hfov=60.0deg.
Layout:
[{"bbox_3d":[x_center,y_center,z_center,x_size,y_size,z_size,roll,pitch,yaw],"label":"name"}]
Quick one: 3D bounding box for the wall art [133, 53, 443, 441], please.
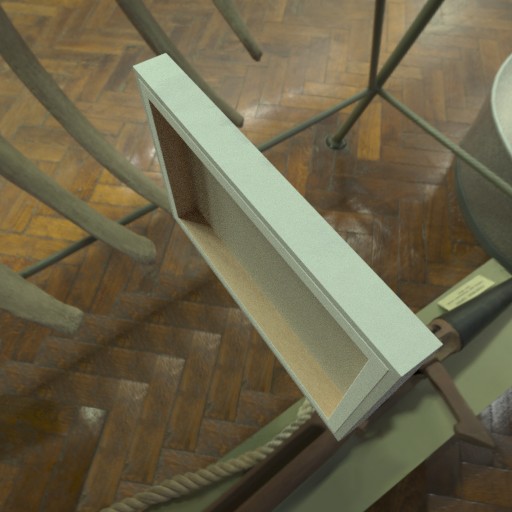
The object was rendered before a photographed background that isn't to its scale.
[{"bbox_3d":[0.000,0.000,0.477,0.038,0.254,0.381,-31,63,-17],"label":"wall art"}]
